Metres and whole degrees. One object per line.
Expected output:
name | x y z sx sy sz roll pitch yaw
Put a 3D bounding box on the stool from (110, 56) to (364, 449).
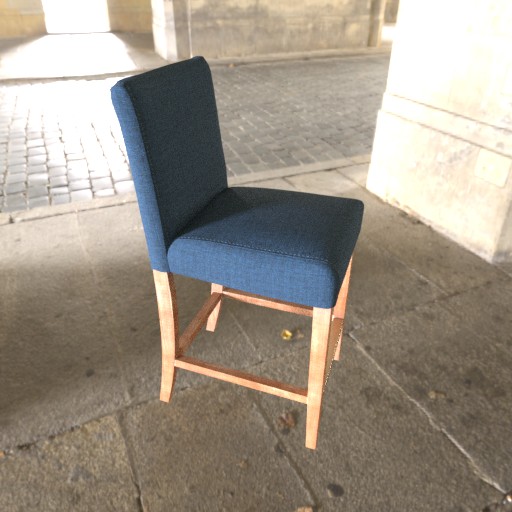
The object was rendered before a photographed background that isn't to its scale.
stool | 0.000 0.000 1.333 0.567 1.039 0.454 10 33 16
